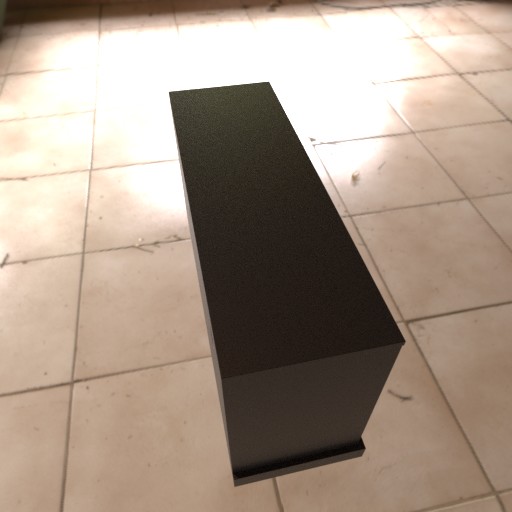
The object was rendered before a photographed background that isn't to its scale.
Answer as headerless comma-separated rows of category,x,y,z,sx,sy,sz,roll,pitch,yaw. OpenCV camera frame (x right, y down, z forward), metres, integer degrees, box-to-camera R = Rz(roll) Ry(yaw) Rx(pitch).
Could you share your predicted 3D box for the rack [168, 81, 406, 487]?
rack,0.000,0.000,1.501,0.399,0.635,1.206,-9,48,-9
